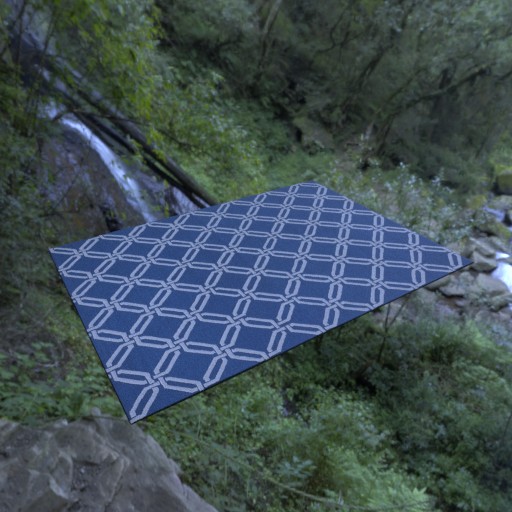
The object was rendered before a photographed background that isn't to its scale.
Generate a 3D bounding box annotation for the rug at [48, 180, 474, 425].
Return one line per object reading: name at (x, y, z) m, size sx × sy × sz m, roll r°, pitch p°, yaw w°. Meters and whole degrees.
rug at (0.000, 0.000, 4.287) m, size 3.342 × 0.018 × 2.432 m, roll -19°, pitch 36°, yaw -27°
